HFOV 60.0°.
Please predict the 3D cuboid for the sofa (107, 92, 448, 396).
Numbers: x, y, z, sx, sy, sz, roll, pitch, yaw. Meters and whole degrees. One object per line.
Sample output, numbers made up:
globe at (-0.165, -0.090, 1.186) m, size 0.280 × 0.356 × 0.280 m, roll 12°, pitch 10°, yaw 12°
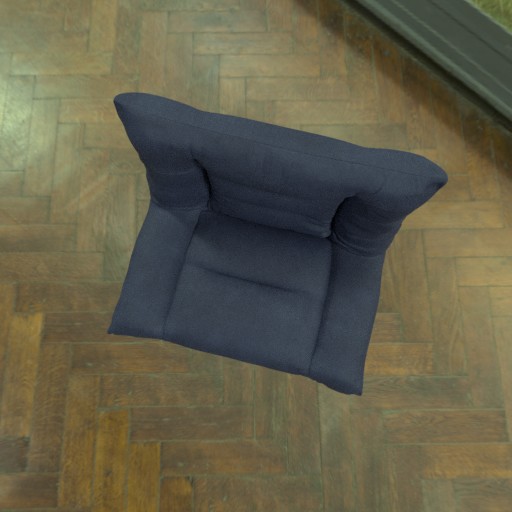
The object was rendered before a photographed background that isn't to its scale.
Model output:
sofa at (0.000, 0.000, 1.709) m, size 1.122 × 0.778 × 0.849 m, roll 14°, pitch 77°, yaw 3°
